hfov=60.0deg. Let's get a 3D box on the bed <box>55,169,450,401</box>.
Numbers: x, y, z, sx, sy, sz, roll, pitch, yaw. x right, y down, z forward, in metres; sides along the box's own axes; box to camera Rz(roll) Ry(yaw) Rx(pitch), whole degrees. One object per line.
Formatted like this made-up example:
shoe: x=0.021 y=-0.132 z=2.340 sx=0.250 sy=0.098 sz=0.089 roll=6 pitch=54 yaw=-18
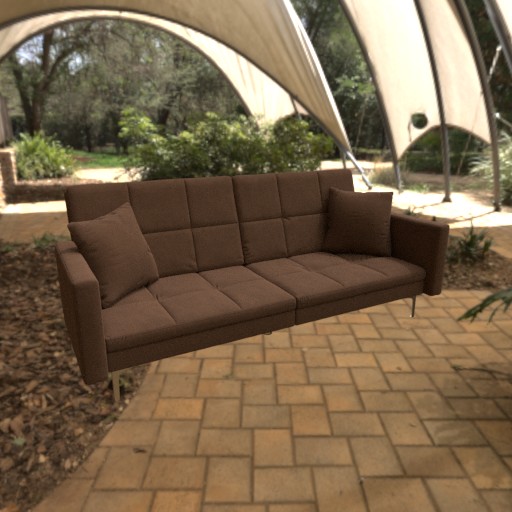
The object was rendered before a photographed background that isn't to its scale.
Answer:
bed: x=0.000 y=0.000 z=2.349 sx=1.905 sy=0.787 sz=0.889 roll=-9 pitch=19 yaw=-27
